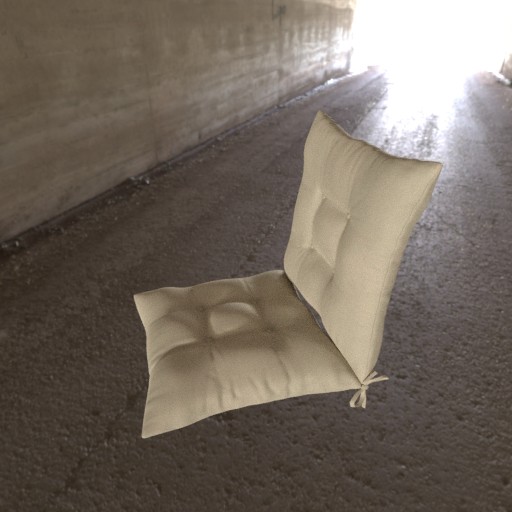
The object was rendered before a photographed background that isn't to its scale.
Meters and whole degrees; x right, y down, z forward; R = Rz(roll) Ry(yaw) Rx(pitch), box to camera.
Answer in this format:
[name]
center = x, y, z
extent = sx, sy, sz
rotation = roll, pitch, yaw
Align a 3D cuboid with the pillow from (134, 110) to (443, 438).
[pillow]
center = 0.000, 0.000, 1.008
extent = 0.585, 0.536, 0.541
rotation = -8, 30, -14
